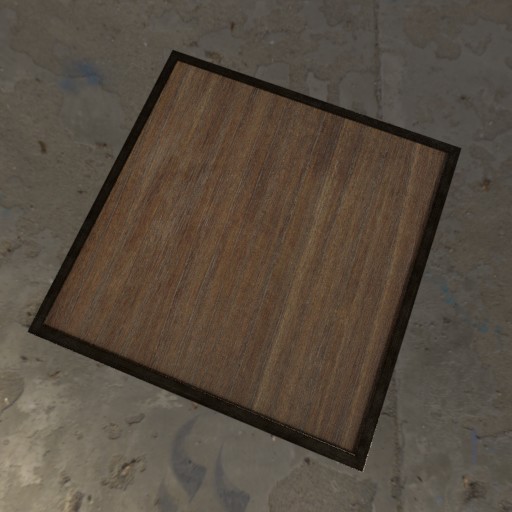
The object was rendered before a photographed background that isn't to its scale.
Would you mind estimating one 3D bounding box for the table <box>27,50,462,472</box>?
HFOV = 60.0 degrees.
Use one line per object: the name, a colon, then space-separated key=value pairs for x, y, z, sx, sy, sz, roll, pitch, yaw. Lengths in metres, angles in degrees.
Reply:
table: x=0.000 y=0.000 z=1.412 sx=0.899 sy=0.451 sz=0.909 roll=21 pitch=77 yaw=5
